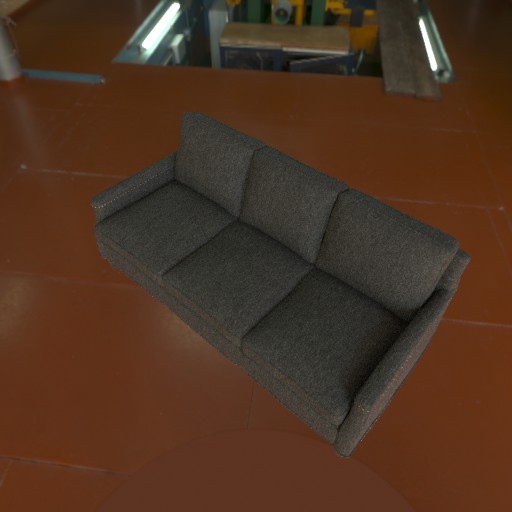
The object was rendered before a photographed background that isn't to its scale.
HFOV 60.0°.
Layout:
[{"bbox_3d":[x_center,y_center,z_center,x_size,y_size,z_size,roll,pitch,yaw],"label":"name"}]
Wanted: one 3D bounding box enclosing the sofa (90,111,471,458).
[{"bbox_3d":[0.000,0.000,2.852,2.246,1.003,1.084,33,55,27],"label":"sofa"}]
